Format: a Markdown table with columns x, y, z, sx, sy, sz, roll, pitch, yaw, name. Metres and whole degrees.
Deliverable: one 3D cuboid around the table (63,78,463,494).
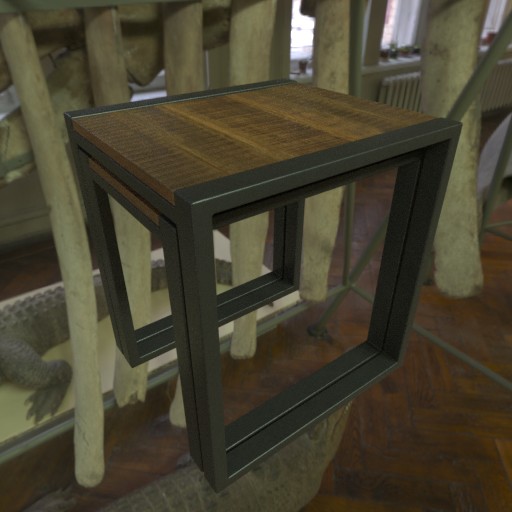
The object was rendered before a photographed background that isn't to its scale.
| x | y | z | sx | sy | sz | roll | pitch | yaw | name |
| --- | --- | --- | --- | --- | --- | --- | --- | --- | --- |
| 0.000 | 0.000 | 0.886 | 0.500 | 0.550 | 0.449 | -22 | 38 | -30 | table |
